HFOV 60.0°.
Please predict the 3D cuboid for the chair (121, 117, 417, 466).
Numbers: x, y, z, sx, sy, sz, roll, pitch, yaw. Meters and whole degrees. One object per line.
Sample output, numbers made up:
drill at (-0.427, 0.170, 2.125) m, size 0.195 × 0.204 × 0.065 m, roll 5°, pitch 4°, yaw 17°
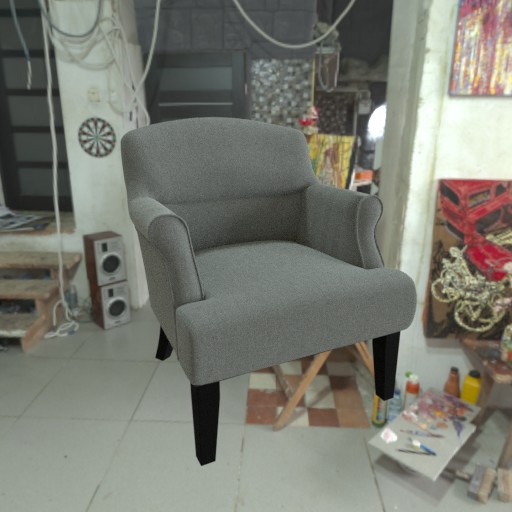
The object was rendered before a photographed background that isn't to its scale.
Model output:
chair at (0.000, 0.000, 1.466) m, size 0.772 × 0.880 × 0.755 m, roll -8°, pitch 19°, yaw -26°
